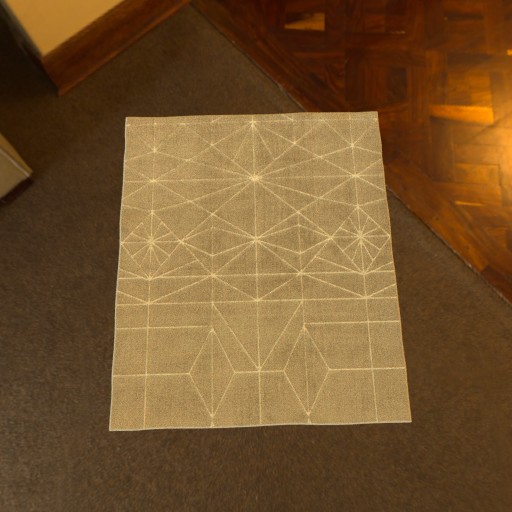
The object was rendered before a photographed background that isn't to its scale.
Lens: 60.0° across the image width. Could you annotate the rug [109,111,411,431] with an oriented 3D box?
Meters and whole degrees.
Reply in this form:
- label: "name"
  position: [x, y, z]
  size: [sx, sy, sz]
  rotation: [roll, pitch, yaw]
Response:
- label: "rug"
  position: [0.000, 0.000, 0.882]
  size: [0.548, 0.006, 0.639]
  rotation: [-1, 75, 0]
